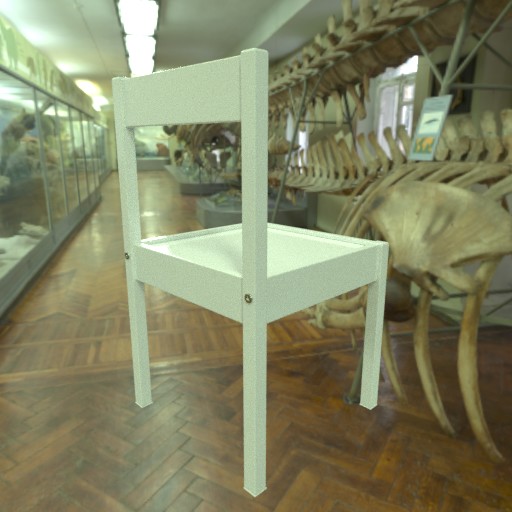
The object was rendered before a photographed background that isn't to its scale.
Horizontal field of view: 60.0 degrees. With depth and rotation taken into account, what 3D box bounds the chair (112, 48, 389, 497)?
[{"bbox_3d":[0.000,0.000,0.671,0.285,0.505,0.285,-14,20,-43],"label":"chair"}]
